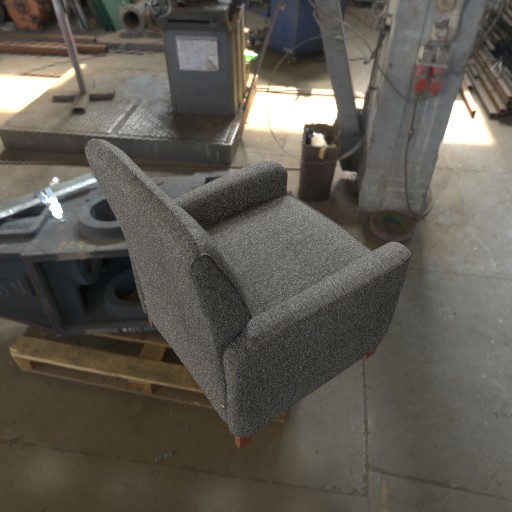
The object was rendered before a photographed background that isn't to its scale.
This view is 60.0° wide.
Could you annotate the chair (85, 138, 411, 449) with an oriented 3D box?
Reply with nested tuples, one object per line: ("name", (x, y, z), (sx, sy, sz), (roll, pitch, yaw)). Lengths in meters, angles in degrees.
("chair", (0.000, 0.000, 1.673), (0.864, 1.014, 0.848), (-26, 48, -26))
